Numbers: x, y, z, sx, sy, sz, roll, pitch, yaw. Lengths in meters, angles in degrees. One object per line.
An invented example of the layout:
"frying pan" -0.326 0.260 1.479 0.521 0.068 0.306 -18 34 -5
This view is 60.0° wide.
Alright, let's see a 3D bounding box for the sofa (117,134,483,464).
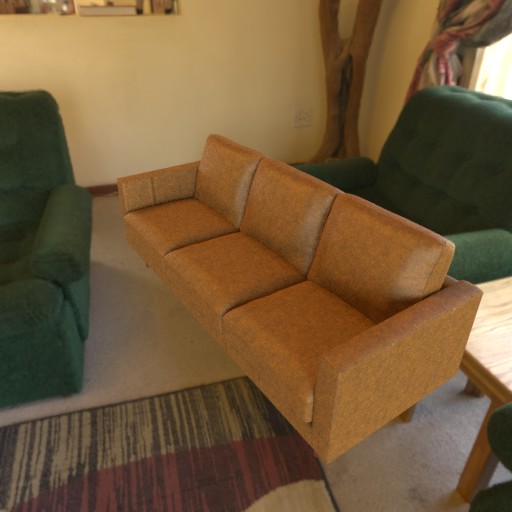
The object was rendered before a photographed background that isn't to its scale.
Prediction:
"sofa" 0.000 0.000 2.625 0.903 0.930 2.231 -20 36 -29
